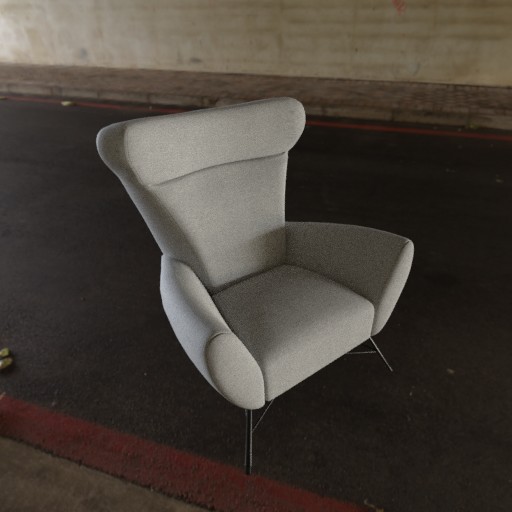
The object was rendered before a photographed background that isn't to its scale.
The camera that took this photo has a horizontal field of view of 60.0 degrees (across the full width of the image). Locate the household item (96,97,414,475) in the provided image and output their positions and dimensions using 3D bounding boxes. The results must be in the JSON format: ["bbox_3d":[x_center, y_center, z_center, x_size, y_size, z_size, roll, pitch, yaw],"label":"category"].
[{"bbox_3d":[0.000,0.000,1.770,0.980,1.050,0.900,-22,36,-33],"label":"household item"}]
